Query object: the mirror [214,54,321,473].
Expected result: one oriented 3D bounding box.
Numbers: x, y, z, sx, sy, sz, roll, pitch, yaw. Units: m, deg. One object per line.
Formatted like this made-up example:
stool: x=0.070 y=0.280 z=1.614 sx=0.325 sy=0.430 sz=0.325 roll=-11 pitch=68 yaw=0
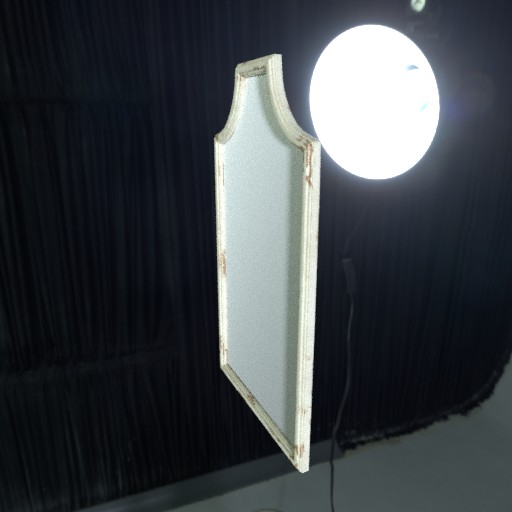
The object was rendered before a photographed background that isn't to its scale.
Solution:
mirror: x=0.000 y=0.000 z=0.879 sx=0.022 sy=0.717 sz=0.403 roll=-8 pitch=18 yaw=-24
